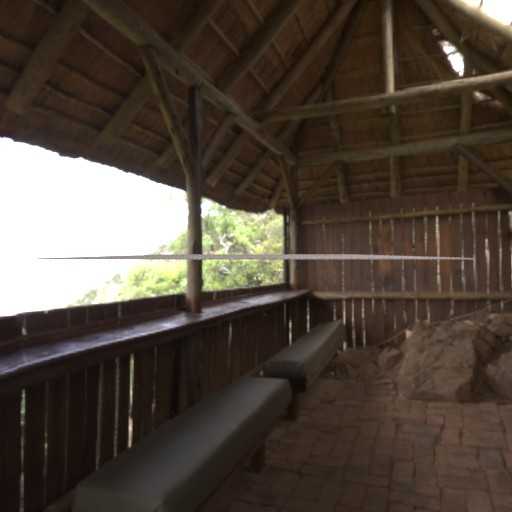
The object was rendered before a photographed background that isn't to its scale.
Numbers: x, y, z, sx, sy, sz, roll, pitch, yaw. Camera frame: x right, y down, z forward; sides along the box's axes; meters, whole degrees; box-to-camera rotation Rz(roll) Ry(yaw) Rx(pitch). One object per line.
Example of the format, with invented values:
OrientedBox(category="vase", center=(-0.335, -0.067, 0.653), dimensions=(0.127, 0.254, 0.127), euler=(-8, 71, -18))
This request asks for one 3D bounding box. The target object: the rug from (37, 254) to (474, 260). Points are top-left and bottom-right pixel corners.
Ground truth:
OrientedBox(category="rug", center=(0.000, 0.000, 3.989), dimensions=(2.442, 0.008, 3.046), euler=(0, 1, 0))
